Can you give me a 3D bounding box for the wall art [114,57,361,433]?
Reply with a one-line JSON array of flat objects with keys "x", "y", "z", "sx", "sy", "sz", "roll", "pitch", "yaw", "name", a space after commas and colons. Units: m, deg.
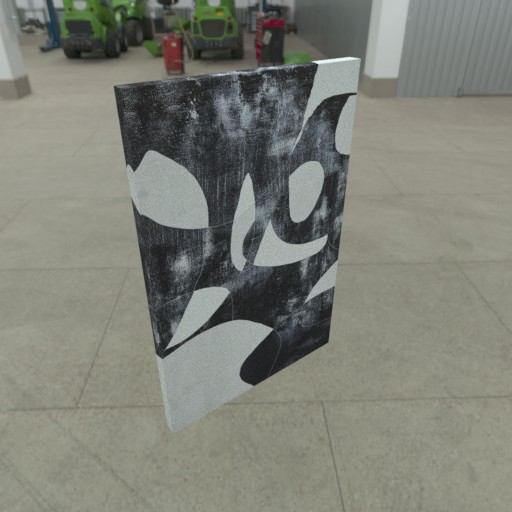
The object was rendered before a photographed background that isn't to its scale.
[{"x": 0.000, "y": 0.000, "z": 1.168, "sx": 0.610, "sy": 0.915, "sz": 0.041, "roll": -22, "pitch": 37, "yaw": -31, "name": "wall art"}]
